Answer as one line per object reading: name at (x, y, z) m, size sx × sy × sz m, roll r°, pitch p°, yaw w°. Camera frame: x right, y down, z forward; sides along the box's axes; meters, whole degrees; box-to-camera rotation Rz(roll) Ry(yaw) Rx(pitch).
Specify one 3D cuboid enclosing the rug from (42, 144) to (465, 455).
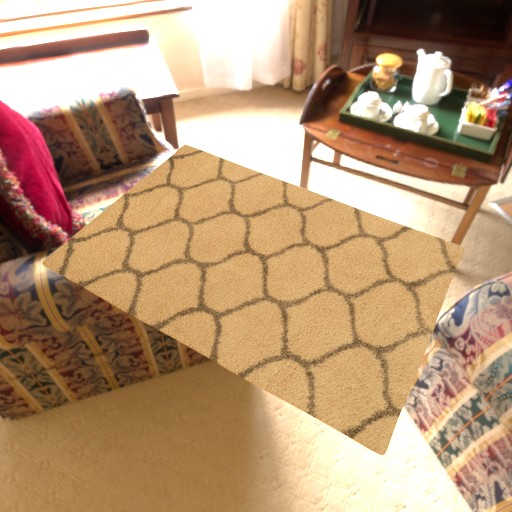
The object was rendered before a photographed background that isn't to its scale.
rug at (0.000, 0.000, 3.382) m, size 2.701 × 0.026 × 1.801 m, roll 24°, pitch 53°, yaw 20°
